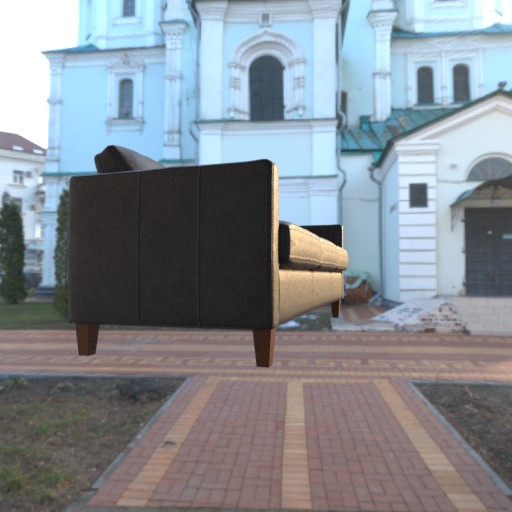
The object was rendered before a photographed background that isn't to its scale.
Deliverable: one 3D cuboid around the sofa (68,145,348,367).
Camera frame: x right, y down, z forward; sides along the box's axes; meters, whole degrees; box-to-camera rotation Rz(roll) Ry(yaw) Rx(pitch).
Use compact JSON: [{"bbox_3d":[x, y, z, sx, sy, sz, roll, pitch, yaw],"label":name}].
[{"bbox_3d":[0.000,0.000,3.016,1.045,1.006,2.464,-1,-3,18],"label":"sofa"}]
